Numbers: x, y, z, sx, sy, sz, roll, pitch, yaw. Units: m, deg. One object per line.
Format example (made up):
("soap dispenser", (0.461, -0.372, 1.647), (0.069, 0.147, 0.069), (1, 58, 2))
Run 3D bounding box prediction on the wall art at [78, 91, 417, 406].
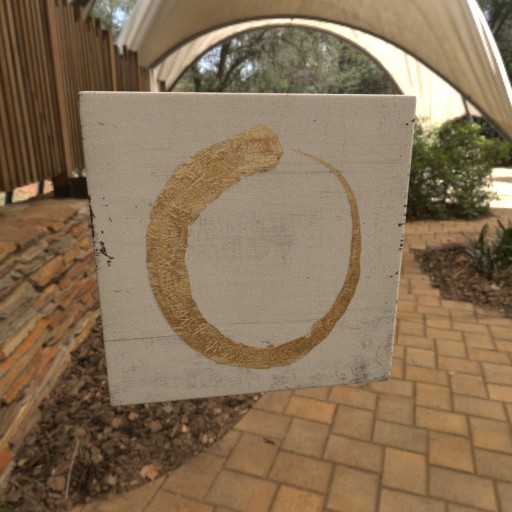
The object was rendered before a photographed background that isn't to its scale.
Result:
("wall art", (0.000, 0.000, 1.106), (0.762, 0.762, 0.038), (-3, 17, -9))
